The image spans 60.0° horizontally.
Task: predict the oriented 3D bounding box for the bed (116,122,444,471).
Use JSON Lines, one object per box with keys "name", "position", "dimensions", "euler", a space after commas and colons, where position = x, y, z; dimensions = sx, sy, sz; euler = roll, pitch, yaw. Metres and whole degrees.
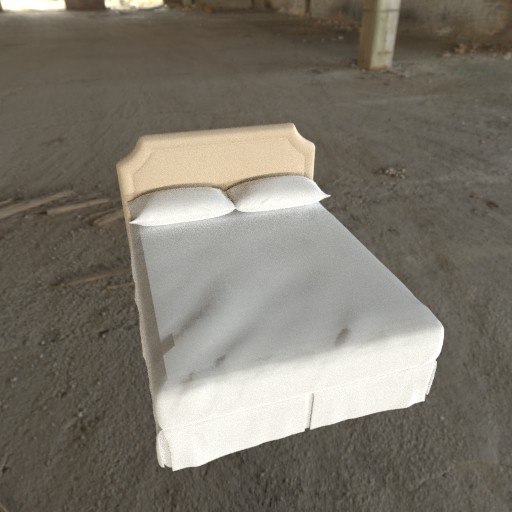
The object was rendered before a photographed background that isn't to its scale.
{"name": "bed", "position": [0.000, 0.000, 3.799], "dimensions": [2.134, 1.524, 2.548], "euler": [-9, 33, -15]}
